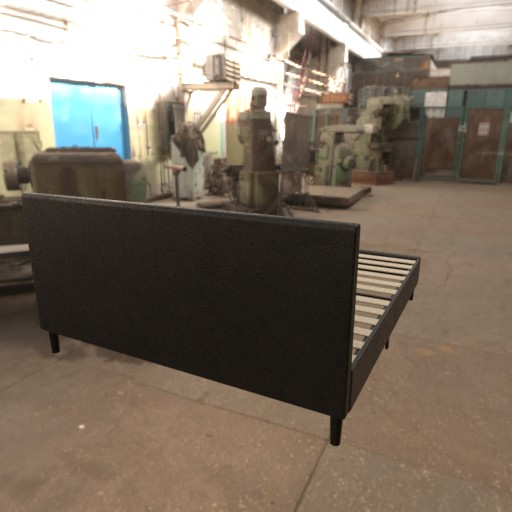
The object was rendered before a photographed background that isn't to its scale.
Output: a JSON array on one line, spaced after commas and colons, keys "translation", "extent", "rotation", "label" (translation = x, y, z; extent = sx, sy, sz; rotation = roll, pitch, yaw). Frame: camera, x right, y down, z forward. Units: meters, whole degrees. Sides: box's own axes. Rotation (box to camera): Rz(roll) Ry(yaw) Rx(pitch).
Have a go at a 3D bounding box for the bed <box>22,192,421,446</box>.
[{"translation": [0.000, 0.000, 3.228], "extent": [2.018, 1.046, 2.152], "rotation": [8, 18, 27], "label": "bed"}]
